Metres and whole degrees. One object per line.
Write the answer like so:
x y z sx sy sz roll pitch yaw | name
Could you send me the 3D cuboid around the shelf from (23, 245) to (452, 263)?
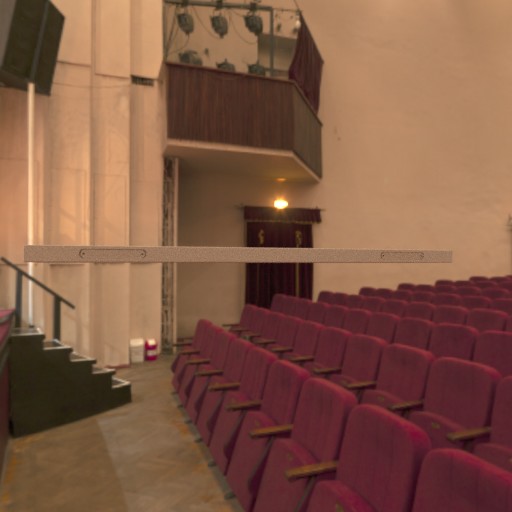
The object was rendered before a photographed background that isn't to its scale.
0.000 0.000 0.671 0.610 0.020 0.140 0 -1 -19 | shelf
